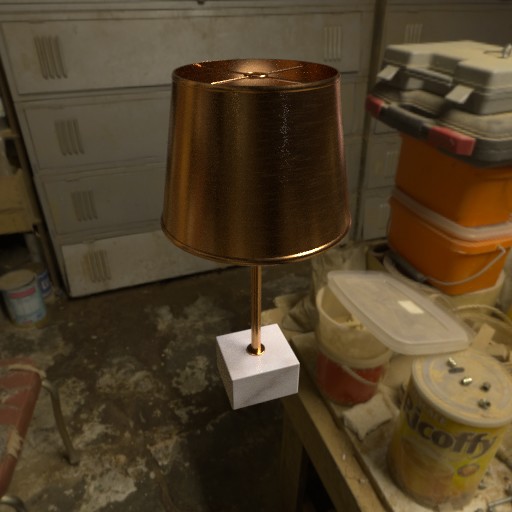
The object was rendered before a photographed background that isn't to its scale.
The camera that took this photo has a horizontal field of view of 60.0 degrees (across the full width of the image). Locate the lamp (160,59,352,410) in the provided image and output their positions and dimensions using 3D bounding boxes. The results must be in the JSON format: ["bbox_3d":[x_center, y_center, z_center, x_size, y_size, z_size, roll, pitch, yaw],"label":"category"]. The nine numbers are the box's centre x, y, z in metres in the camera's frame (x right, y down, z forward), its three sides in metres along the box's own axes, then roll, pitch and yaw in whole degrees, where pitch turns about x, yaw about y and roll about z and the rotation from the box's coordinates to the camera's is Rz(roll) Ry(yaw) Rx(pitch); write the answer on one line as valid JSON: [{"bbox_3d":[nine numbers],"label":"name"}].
[{"bbox_3d":[0.000,0.000,0.519,0.208,0.406,0.208,0,31,0],"label":"lamp"}]
